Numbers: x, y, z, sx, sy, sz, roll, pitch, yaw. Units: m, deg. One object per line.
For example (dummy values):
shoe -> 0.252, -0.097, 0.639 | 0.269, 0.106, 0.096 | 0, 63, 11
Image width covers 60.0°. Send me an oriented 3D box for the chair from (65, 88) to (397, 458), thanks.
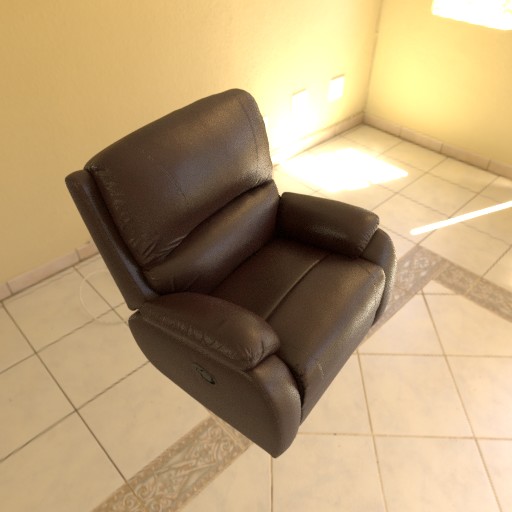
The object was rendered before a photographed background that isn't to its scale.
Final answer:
chair -> 0.000, 0.000, 1.724 | 0.899, 1.011, 0.930 | 26, 48, 27
